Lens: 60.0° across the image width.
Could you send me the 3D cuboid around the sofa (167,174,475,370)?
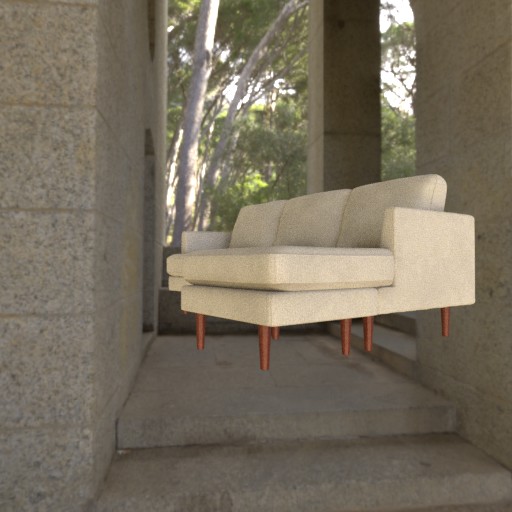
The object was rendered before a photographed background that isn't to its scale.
[{"bbox_3d":[0.000,0.000,2.995,1.504,0.956,2.233,1,-1,-37],"label":"sofa"}]
